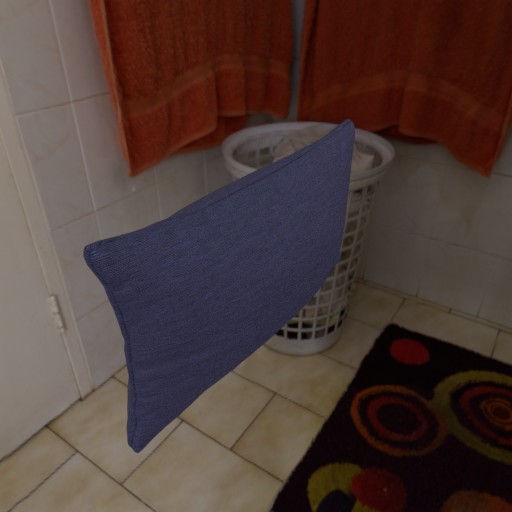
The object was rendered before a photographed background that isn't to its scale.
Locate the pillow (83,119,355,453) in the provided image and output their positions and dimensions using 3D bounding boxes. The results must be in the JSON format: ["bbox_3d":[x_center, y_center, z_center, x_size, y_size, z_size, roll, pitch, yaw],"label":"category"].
[{"bbox_3d":[0.000,0.000,0.767,0.210,0.338,0.633,21,38,30],"label":"pillow"}]
